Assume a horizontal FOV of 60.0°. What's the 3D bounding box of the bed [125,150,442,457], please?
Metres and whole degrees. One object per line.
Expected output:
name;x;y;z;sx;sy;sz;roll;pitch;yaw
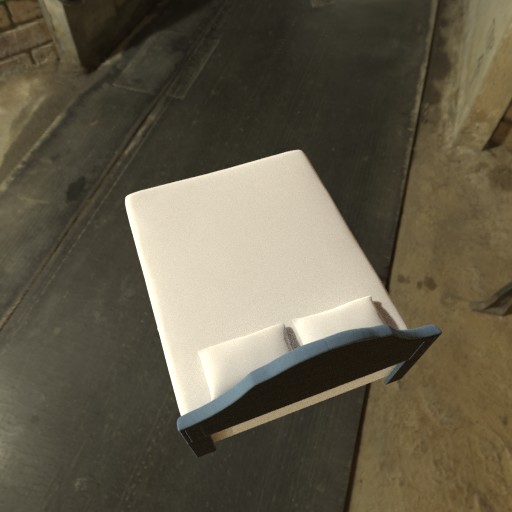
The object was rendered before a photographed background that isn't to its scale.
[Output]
bed;0.000;0.000;3.853;2.039;1.617;2.477;-17;59;-11
